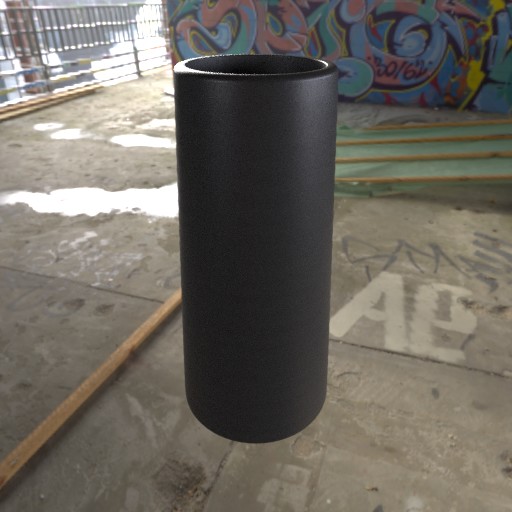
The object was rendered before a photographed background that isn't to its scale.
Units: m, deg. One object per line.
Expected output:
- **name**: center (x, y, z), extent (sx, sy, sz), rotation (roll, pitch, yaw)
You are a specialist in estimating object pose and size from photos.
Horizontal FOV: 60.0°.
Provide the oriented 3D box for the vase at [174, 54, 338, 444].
- **vase**: center (0.000, 0.000, 0.360), extent (0.136, 0.289, 0.136), rotation (23, 37, 33)
